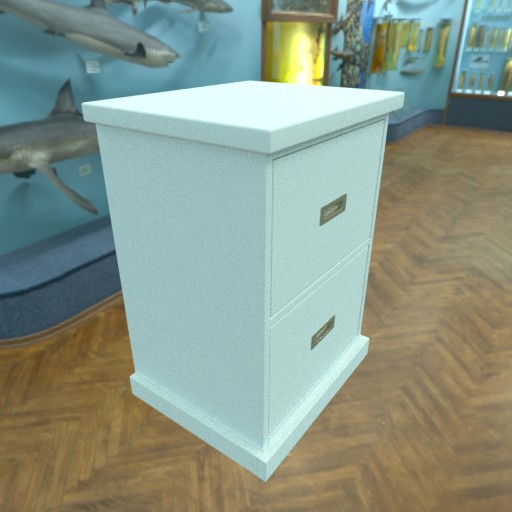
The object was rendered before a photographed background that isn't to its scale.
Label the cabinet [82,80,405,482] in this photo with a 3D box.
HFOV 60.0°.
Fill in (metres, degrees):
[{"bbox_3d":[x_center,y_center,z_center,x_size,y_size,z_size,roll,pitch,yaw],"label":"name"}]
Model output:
[{"bbox_3d":[0.000,0.000,1.062,0.431,0.723,0.520,18,32,32],"label":"cabinet"}]
